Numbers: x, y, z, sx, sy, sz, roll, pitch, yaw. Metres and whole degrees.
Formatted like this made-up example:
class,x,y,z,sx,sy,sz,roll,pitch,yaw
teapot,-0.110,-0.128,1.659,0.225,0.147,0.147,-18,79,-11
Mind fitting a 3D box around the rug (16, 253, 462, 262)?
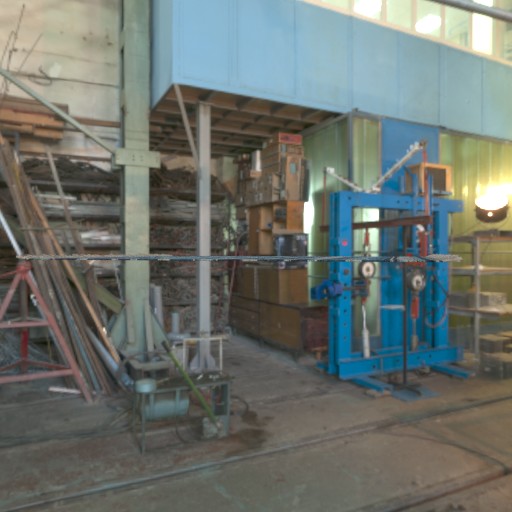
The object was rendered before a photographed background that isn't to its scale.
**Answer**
class,x,y,z,sx,sy,sz,roll,pitch,yaw
rug,0.000,0.000,4.178,3.307,0.047,2.418,0,1,18
